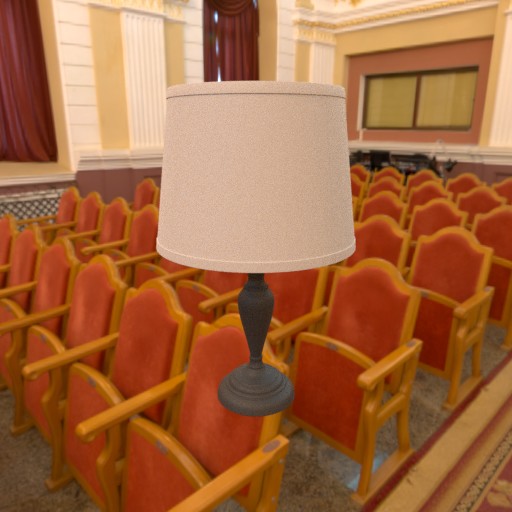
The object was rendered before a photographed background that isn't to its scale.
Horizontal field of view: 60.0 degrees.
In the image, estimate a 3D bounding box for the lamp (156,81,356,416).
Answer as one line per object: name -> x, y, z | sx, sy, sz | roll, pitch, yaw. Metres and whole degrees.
lamp -> 0.000, 0.000, 0.711 | 0.310, 0.501, 0.310 | 0, 16, 0
